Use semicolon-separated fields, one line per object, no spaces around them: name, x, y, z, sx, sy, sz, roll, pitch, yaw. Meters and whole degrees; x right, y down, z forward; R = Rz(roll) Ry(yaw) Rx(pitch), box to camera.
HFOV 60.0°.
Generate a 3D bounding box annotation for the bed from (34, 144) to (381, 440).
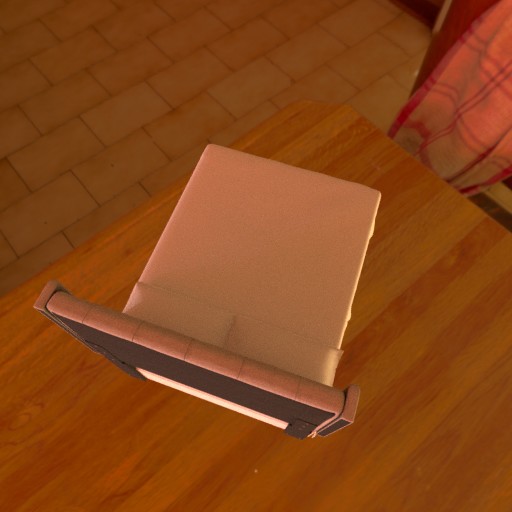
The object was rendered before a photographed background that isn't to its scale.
bed;0.000;0.000;3.312;1.719;1.665;2.066;18;65;8
